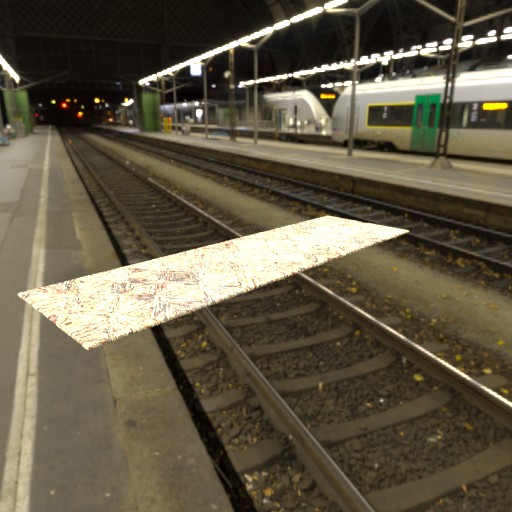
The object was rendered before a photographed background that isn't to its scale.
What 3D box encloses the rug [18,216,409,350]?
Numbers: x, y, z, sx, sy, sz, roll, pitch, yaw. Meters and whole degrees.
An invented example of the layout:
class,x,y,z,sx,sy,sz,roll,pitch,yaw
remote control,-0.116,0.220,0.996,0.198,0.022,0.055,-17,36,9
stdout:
class,x,y,z,sx,sy,sz,roll,pitch,yaw
rug,0.000,0.000,2.495,0.688,0.015,2.292,17,24,42
